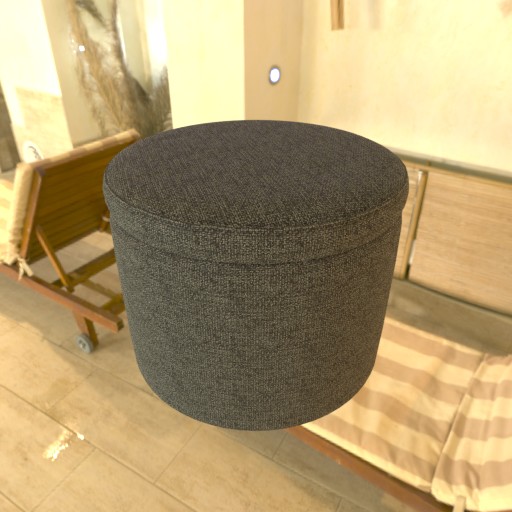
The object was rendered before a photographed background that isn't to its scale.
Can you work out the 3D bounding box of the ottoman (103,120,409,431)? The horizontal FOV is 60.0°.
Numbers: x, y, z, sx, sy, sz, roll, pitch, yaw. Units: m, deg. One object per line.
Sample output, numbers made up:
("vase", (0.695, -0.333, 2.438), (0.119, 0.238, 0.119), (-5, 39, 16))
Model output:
("ottoman", (0.000, 0.000, 0.872), (0.520, 0.430, 0.520), (0, 32, 0))
